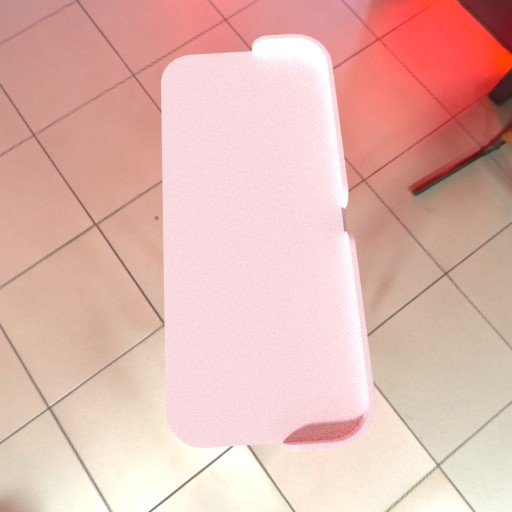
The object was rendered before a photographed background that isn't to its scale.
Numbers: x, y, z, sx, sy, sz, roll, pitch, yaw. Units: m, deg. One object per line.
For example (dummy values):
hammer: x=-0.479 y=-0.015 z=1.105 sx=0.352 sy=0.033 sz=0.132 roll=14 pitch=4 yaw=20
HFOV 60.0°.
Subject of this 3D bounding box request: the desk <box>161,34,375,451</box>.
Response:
desk: x=0.000 y=0.000 z=1.620 sx=0.534 sy=0.807 sz=1.206 roll=-4 pitch=75 yaw=-1
